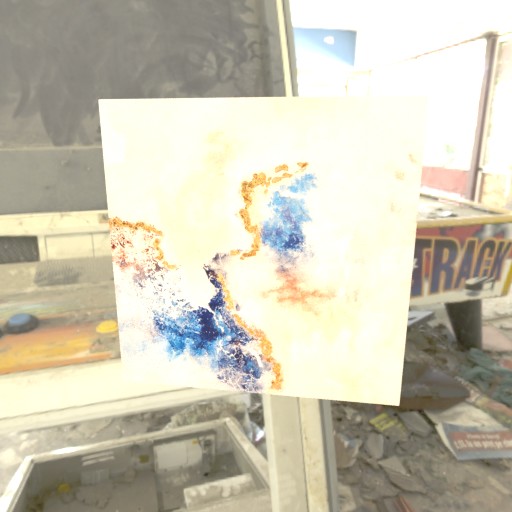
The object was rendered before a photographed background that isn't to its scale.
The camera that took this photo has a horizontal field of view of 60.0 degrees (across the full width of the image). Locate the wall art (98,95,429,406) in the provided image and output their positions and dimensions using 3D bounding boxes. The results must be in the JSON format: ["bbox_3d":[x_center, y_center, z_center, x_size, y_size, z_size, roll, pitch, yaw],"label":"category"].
[{"bbox_3d":[0.000,0.000,1.576,1.061,1.061,0.071,2,15,9],"label":"wall art"}]
